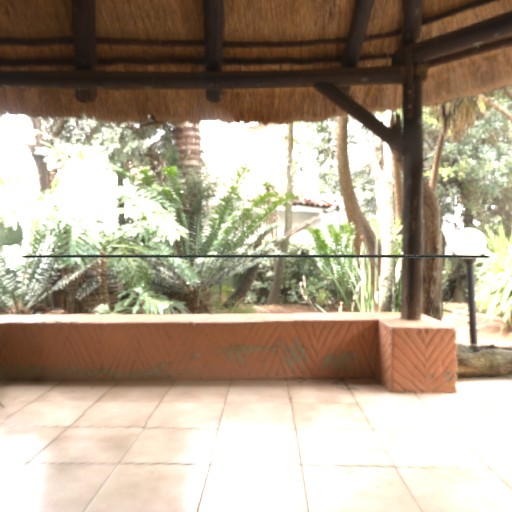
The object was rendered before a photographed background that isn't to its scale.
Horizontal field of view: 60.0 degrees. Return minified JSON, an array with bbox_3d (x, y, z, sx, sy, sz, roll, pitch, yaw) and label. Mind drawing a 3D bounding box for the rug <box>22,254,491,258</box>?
[{"bbox_3d":[0.000,0.000,2.400,2.196,0.011,0.662,0,0,1],"label":"rug"}]
